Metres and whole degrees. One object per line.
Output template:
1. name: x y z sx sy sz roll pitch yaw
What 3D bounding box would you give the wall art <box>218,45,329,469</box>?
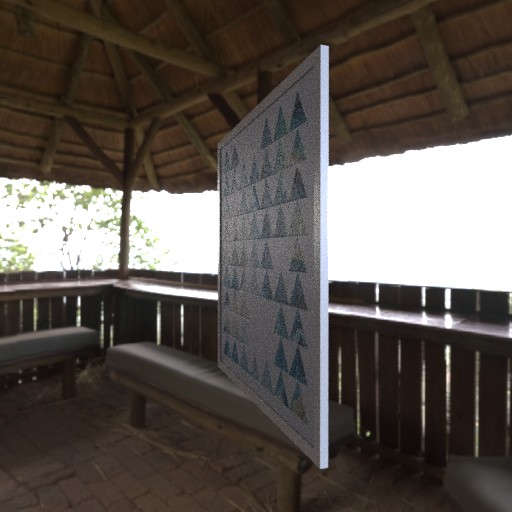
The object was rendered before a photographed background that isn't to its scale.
1. wall art: 0.000 0.000 0.848 0.012 0.557 0.557 0 1 -19
